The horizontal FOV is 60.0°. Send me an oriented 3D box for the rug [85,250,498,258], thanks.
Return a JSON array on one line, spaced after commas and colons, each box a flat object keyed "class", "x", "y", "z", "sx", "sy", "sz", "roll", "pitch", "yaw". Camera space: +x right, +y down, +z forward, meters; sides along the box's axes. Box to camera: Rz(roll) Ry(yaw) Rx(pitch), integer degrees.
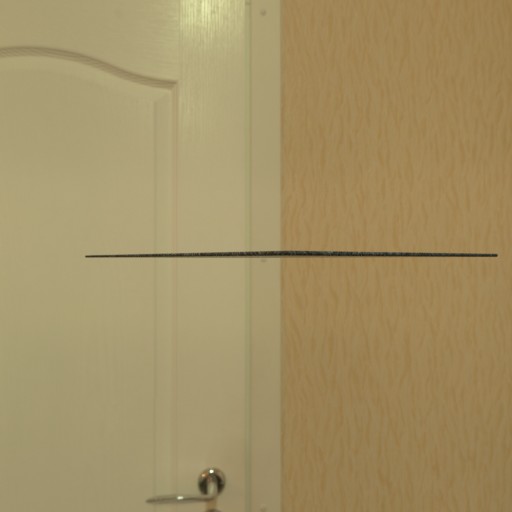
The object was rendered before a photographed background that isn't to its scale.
[{"class": "rug", "x": 0.000, "y": 0.000, "z": 2.848, "sx": 1.478, "sy": 0.017, "sz": 2.330, "roll": 0, "pitch": -1, "yaw": -37}]
